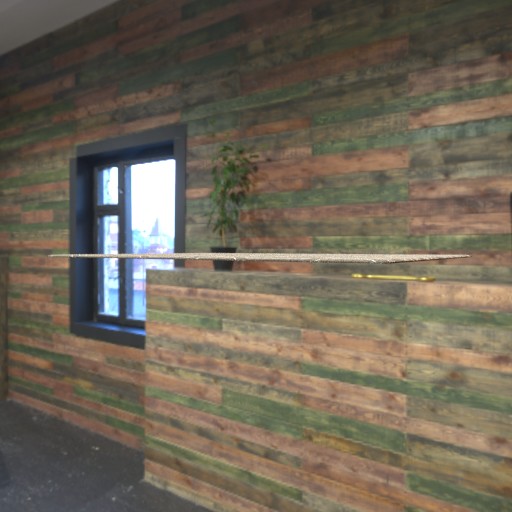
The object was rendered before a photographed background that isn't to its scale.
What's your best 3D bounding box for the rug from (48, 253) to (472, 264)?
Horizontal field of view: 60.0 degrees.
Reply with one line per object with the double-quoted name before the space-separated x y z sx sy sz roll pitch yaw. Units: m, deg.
"rug" 0.000 0.000 2.308 1.836 0.012 1.239 1 1 36
